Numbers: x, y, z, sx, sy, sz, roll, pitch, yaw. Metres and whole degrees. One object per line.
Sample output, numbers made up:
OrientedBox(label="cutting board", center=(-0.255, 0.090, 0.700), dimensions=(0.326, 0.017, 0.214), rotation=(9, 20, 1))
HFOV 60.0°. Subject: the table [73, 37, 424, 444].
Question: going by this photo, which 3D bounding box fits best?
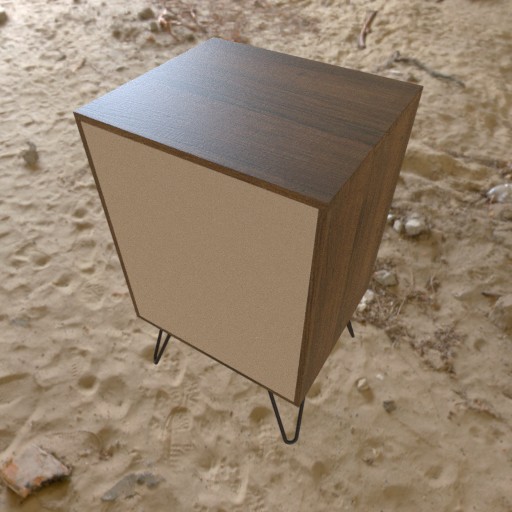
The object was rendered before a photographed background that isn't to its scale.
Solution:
OrientedBox(label="table", center=(0.000, 0.000, 1.164), dimensions=(0.526, 0.866, 0.457), rotation=(24, 50, 22))
